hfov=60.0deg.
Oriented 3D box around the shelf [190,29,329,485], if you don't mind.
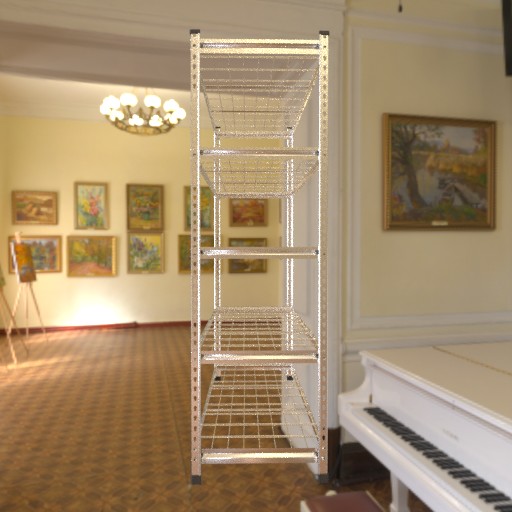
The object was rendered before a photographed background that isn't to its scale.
[{"bbox_3d":[0.000,0.000,2.695,0.610,1.981,1.524,0,1,-1],"label":"shelf"}]
